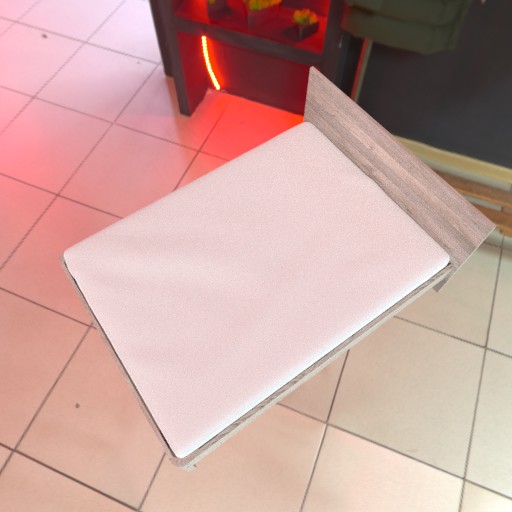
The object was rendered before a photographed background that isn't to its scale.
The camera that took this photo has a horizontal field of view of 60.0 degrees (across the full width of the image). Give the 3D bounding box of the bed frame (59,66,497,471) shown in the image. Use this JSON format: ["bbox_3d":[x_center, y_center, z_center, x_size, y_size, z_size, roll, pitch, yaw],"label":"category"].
[{"bbox_3d":[0.000,0.000,2.630,1.950,0.800,1.490,-32,66,-16],"label":"bed frame"}]
